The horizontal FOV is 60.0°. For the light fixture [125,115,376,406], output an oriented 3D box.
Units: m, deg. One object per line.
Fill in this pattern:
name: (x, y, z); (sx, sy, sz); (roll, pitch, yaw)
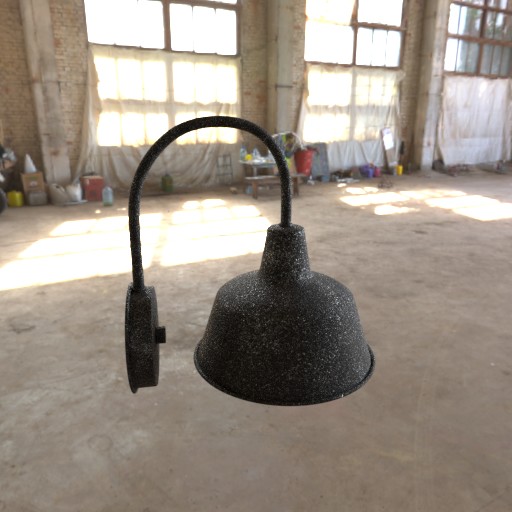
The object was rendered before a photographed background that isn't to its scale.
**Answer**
light fixture: (0.000, 0.000, 0.497); (0.283, 0.300, 0.216); (-3, 17, -9)
